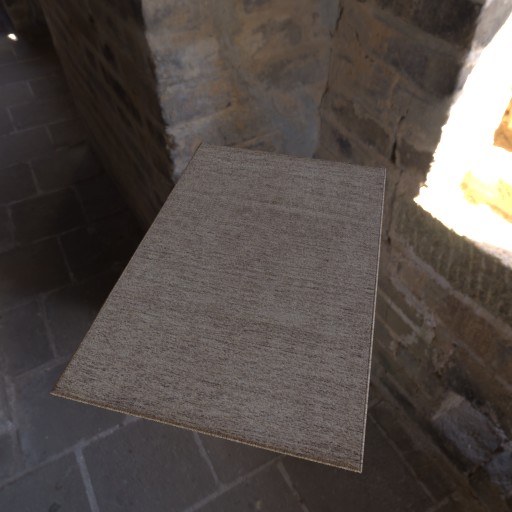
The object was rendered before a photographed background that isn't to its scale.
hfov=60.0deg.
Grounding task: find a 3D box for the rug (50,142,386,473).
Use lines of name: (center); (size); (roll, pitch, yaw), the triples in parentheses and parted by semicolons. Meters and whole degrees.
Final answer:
rug: (0.000, 0.000, 2.240); (1.211, 0.018, 1.822); (10, 48, 9)
